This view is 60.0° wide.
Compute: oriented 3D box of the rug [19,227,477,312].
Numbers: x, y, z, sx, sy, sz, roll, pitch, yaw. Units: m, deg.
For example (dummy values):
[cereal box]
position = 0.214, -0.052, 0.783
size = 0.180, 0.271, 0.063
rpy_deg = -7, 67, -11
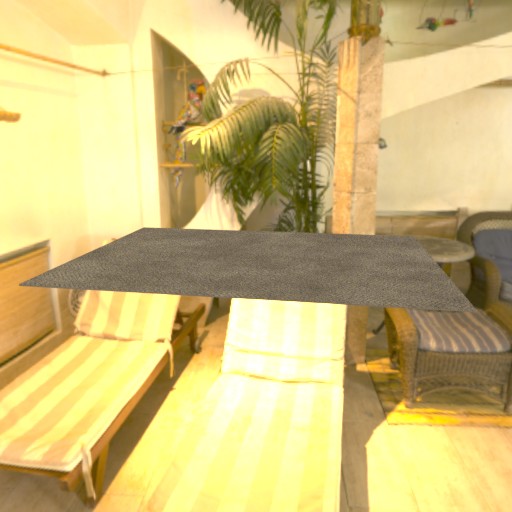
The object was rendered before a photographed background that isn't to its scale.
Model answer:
[rug]
position = 0.000, 0.000, 2.884
size = 2.235, 0.008, 1.600
rpy_deg = 2, 15, 9
